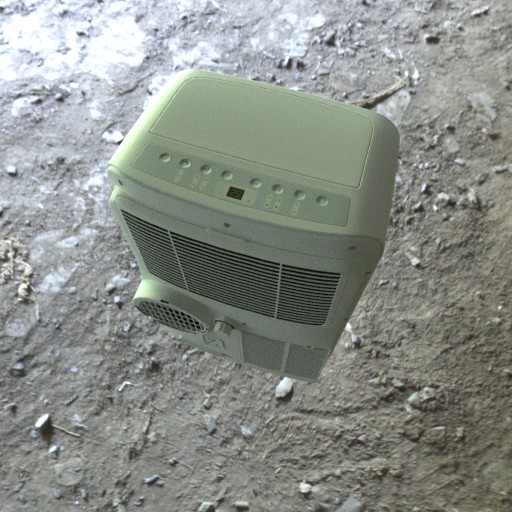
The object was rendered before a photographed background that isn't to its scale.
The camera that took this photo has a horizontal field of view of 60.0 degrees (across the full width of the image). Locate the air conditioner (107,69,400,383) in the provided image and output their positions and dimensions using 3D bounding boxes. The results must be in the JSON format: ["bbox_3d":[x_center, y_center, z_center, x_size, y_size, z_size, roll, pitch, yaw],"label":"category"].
[{"bbox_3d":[0.000,0.000,0.937,0.454,0.700,0.365,16,65,8],"label":"air conditioner"}]
